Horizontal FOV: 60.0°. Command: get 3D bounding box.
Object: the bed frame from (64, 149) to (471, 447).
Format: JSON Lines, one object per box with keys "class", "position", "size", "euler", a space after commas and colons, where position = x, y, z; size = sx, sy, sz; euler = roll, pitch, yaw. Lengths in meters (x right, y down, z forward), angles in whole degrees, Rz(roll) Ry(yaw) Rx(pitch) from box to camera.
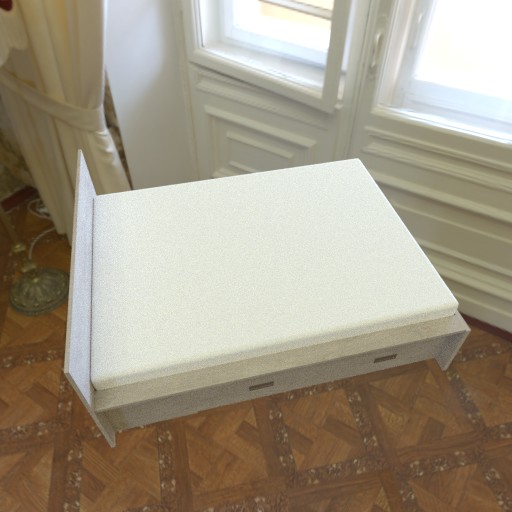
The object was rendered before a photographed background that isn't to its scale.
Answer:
{"class": "bed frame", "position": [0.000, 0.000, 2.751], "size": [1.960, 0.800, 1.622], "euler": [-10, 48, -9]}
